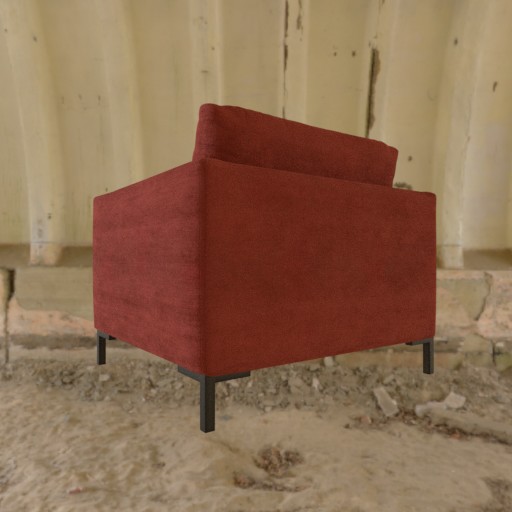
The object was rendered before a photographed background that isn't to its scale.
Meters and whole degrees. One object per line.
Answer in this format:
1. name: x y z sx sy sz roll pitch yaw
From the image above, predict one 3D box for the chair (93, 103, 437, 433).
1. chair: 0.000 0.000 1.612 0.964 0.812 0.875 0 -1 -36
